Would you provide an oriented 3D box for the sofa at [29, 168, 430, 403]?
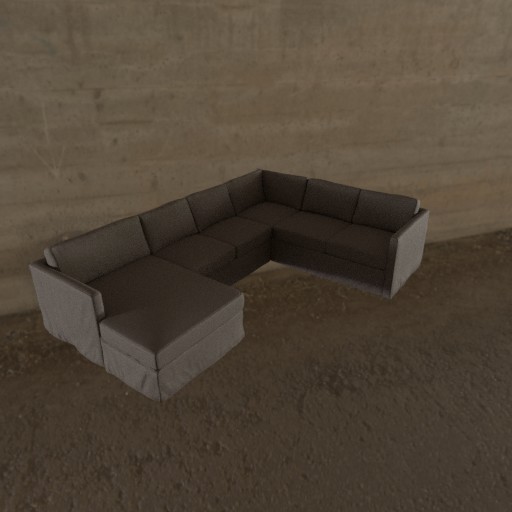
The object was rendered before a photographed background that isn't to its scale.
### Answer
[{"bbox_3d":[0.000,0.000,4.611,2.476,0.878,3.528,18,32,32],"label":"sofa"}]
